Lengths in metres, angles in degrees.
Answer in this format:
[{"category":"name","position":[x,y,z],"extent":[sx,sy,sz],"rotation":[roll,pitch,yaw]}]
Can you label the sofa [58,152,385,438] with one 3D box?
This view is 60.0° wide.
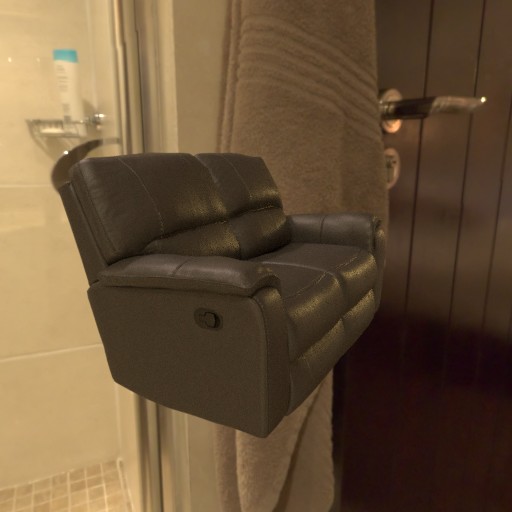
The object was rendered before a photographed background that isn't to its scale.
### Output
[{"category":"sofa","position":[0.000,0.000,2.443],"extent":[1.104,1.111,1.765],"rotation":[7,15,29]}]
